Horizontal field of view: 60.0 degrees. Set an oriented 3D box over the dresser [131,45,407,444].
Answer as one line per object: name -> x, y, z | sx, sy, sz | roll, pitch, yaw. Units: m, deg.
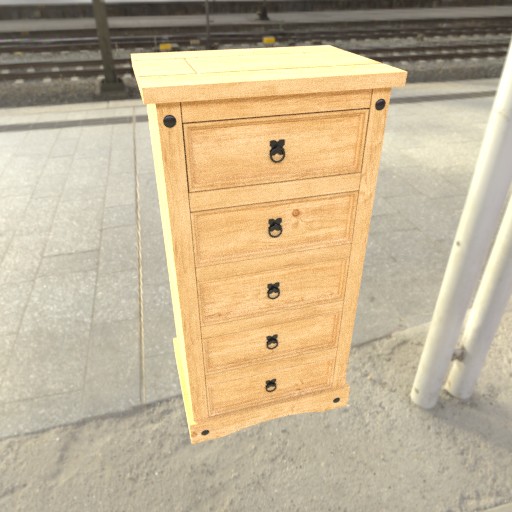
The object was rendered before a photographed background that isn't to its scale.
dresser -> 0.000, 0.000, 1.282 | 0.531, 1.041, 0.390 | -9, 34, -13
